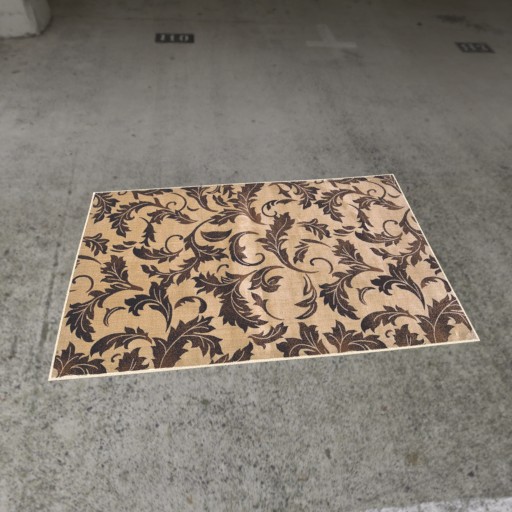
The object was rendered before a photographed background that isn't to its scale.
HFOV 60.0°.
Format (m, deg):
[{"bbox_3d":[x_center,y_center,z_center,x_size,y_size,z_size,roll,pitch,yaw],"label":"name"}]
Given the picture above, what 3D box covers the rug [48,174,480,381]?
[{"bbox_3d":[0.000,0.000,2.828,2.284,0.008,1.522,-4,47,-4],"label":"rug"}]
